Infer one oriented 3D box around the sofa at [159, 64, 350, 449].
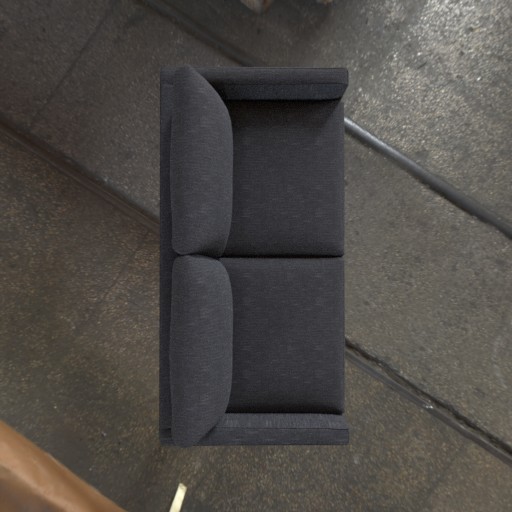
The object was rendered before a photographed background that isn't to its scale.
[{"bbox_3d":[0.000,0.000,2.160,0.866,0.862,1.716,0,89,0],"label":"sofa"}]
